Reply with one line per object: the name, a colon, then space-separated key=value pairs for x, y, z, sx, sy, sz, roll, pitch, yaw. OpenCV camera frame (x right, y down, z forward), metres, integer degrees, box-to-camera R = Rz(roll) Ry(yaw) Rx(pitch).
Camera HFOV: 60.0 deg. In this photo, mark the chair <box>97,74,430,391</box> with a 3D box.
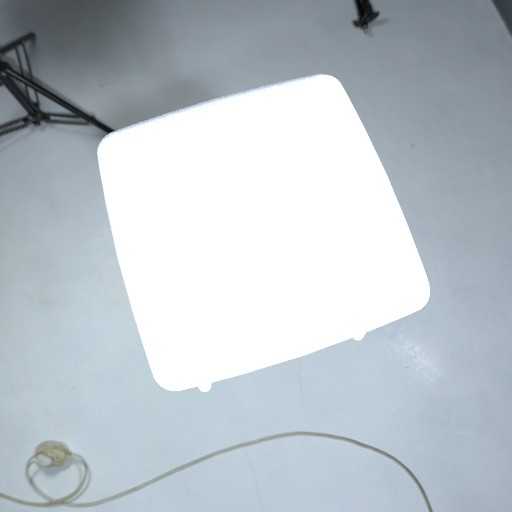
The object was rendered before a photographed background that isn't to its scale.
chair: x=0.000 y=0.000 z=0.717 sx=0.350 sy=0.440 sz=0.350 roll=-17 pitch=75 yaw=-5
